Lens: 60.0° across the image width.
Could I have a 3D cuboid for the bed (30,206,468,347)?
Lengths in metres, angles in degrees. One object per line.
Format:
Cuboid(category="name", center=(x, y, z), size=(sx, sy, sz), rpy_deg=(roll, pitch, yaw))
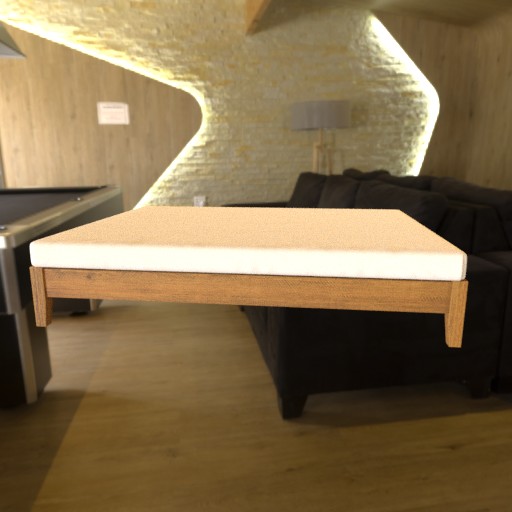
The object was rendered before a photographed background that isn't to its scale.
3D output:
Cuboid(category="bed", center=(0.000, 0.000, 2.762), size=(2.016, 0.431, 1.536), rpy_deg=(2, 13, 7))
